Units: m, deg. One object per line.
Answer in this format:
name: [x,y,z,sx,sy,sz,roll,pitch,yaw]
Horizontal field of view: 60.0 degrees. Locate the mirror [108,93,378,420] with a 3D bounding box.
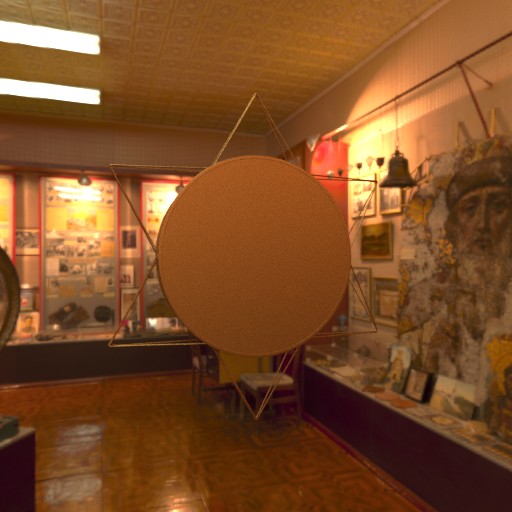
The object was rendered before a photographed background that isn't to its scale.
mirror: [0.000,0.000,0.789,0.498,0.581,0.062,0,-1,-17]
